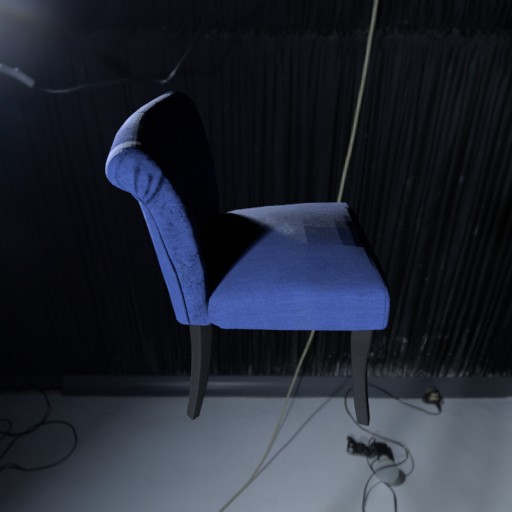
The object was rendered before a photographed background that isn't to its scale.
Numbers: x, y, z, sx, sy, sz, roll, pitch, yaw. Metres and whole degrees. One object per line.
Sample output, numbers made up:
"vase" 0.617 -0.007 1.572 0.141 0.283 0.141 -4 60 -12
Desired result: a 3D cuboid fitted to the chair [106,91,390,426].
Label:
"chair" 0.000 0.000 1.187 0.606 0.753 0.585 -1 30 -1
